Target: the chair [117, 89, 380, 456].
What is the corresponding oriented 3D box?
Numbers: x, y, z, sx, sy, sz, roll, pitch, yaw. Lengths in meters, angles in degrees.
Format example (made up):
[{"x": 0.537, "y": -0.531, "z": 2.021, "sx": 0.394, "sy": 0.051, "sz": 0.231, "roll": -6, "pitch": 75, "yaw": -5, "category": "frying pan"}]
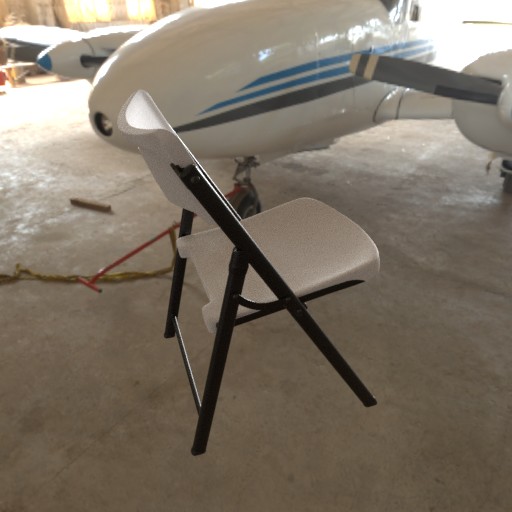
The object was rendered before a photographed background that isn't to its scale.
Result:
[{"x": 0.000, "y": 0.000, "z": 1.127, "sx": 0.577, "sy": 0.765, "sz": 0.482, "roll": -9, "pitch": 31, "yaw": -16, "category": "chair"}]
